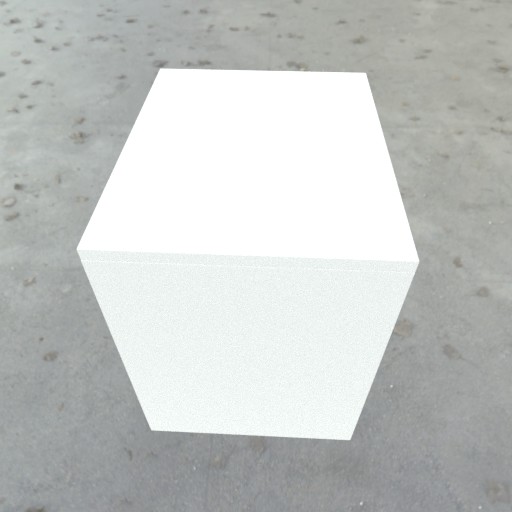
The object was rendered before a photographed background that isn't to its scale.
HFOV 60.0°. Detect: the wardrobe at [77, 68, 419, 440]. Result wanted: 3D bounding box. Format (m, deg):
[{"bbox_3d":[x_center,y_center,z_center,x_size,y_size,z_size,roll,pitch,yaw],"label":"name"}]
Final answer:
[{"bbox_3d":[0.000,0.000,0.875,0.400,0.520,0.500,2,46,2],"label":"wardrobe"}]
